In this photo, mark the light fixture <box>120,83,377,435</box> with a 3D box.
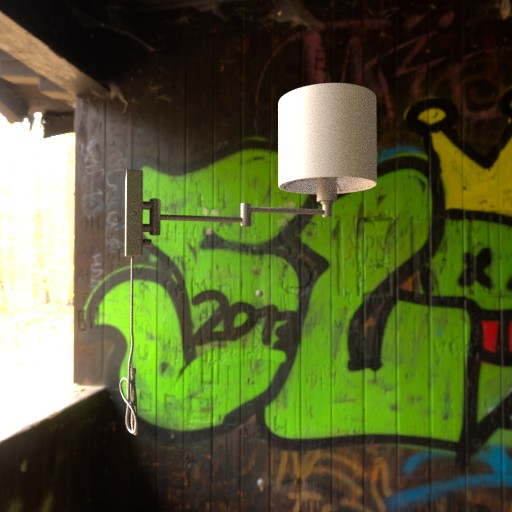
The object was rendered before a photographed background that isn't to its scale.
[{"bbox_3d":[0.000,0.000,0.884,0.516,0.651,0.203,0,-1,-17],"label":"light fixture"}]
